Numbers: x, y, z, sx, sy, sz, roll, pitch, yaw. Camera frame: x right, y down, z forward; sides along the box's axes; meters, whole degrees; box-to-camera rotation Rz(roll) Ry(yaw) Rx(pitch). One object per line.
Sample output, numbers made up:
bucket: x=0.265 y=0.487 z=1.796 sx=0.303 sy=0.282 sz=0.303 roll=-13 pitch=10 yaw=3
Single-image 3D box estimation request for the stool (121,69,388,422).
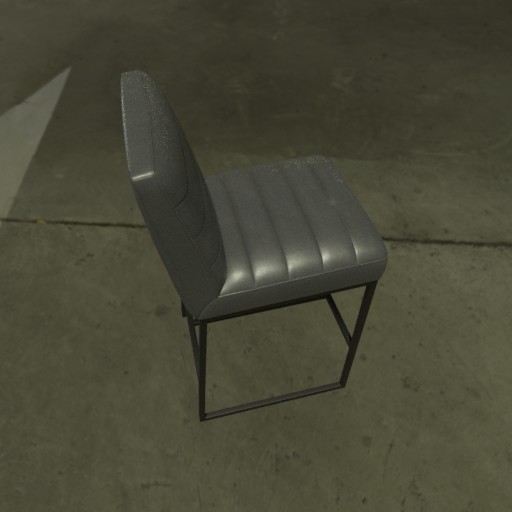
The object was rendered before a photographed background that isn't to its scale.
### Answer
stool: x=0.000 y=0.000 z=1.249 sx=0.552 sy=0.938 sz=0.457 roll=-10 pitch=46 yaw=-10
